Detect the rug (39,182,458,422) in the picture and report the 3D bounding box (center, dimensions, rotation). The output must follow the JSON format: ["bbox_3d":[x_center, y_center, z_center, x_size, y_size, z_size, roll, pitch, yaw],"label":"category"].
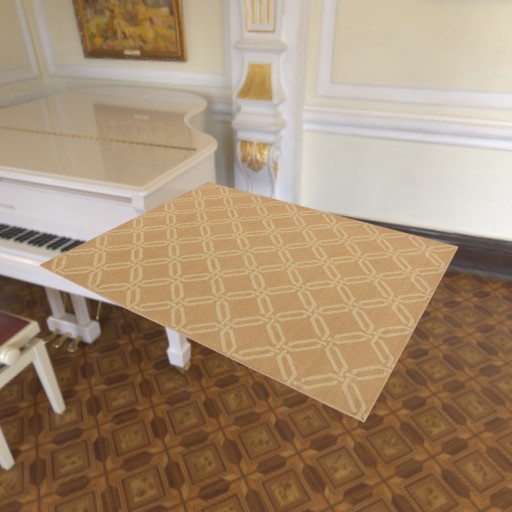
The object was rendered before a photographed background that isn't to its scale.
[{"bbox_3d":[0.000,0.000,3.888,2.895,0.018,2.288,19,36,28],"label":"rug"}]
